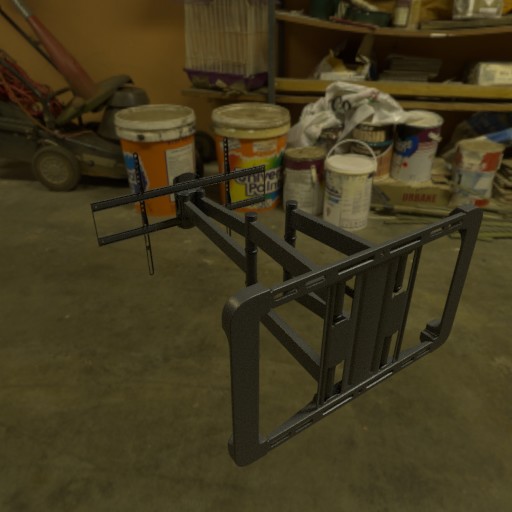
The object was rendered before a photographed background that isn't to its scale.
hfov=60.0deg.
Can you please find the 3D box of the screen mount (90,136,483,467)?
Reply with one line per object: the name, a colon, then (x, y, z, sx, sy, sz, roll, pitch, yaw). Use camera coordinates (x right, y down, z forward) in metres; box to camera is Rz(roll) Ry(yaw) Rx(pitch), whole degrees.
screen mount: (0.000, 0.000, 1.330, 0.725, 0.483, 0.905, -19, 35, -29)
